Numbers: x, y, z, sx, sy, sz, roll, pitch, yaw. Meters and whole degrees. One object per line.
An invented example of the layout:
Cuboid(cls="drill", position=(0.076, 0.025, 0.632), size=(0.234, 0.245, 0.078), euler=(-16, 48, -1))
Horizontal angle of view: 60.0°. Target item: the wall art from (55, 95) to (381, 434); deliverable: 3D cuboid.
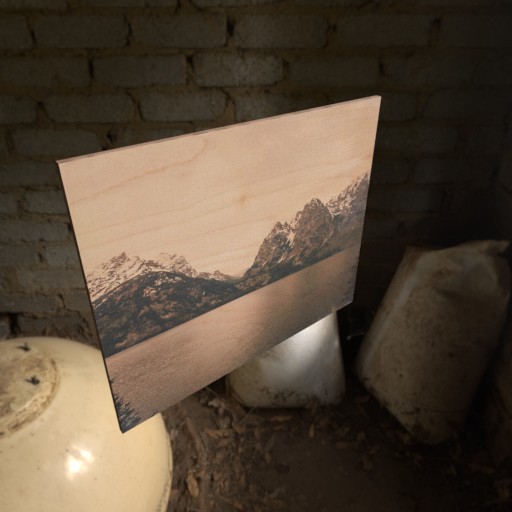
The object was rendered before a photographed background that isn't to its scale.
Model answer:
Cuboid(cls="wall art", position=(0.000, 0.000, 0.680), size=(0.508, 0.408, 0.010), euler=(-23, 38, -33))
